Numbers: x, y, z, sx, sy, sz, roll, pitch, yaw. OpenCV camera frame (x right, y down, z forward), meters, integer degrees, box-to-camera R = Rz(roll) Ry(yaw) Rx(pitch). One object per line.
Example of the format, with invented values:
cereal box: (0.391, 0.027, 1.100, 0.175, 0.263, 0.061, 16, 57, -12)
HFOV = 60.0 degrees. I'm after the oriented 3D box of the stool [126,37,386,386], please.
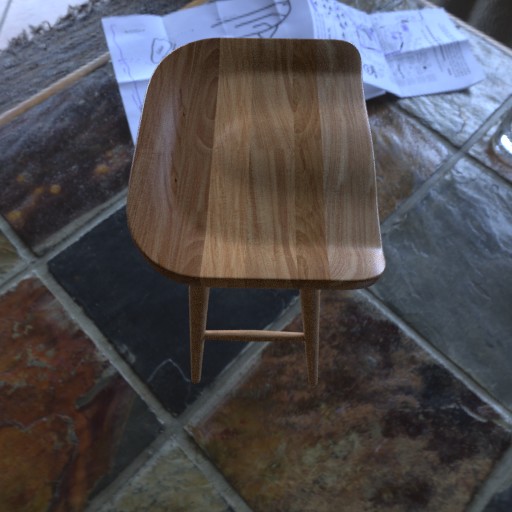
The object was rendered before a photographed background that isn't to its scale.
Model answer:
stool: (0.000, 0.000, 0.906, 0.322, 0.698, 0.407, 1, 64, 1)
